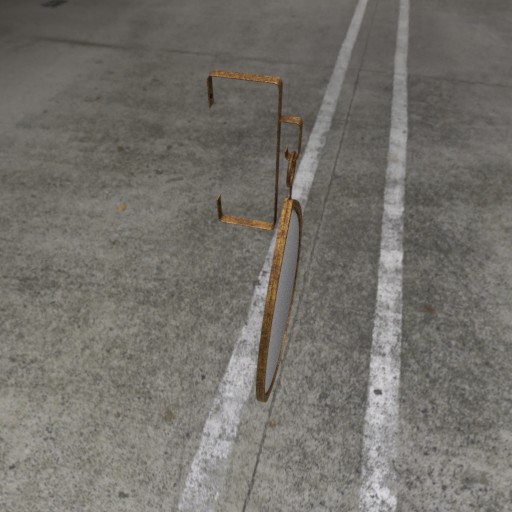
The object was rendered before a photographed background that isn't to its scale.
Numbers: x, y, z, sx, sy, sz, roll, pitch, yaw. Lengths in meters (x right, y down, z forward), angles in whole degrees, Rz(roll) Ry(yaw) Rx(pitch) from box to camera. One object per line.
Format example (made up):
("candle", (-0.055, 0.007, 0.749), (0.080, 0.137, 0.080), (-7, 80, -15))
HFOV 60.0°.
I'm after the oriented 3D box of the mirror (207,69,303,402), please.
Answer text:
("mirror", (0.000, 0.000, 0.905), (0.144, 0.744, 0.405), (11, 48, 10))
